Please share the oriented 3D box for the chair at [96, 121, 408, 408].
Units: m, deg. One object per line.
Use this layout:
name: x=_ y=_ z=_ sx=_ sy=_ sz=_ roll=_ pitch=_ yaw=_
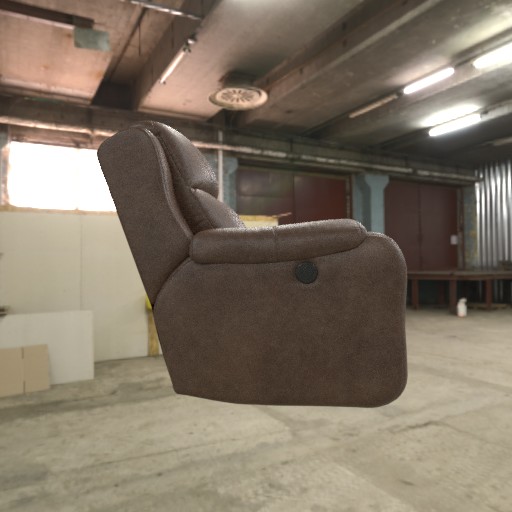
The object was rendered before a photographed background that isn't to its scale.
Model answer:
chair: x=0.000 y=0.000 z=1.833 sx=1.067 sy=0.990 sz=0.940 roll=0 pitch=-1 yaw=0
